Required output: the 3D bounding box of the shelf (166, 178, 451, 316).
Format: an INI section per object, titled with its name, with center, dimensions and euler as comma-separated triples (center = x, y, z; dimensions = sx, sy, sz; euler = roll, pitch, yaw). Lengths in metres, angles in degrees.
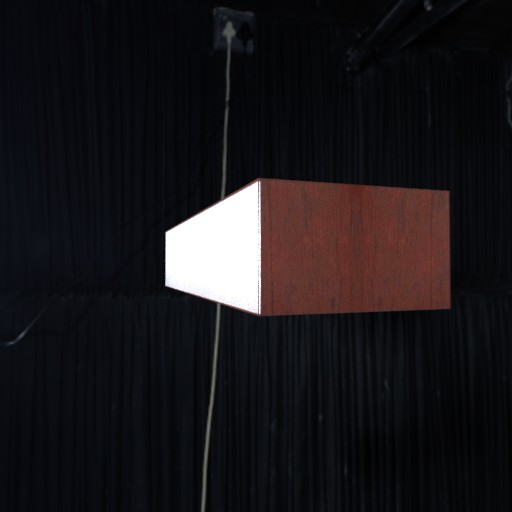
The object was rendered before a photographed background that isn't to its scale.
[shelf]
center = 0.000, 0.000, 0.525
dimensions = 0.152, 0.088, 0.457
euler = 0, -1, -19
